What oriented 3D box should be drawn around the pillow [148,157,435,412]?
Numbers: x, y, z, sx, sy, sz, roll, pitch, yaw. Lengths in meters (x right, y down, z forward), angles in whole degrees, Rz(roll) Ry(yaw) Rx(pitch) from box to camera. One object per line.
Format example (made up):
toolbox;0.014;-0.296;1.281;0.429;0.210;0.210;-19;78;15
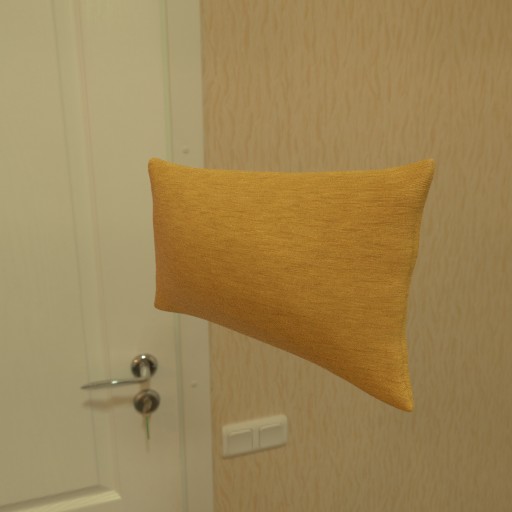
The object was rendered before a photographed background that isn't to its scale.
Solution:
pillow;0.000;0.000;0.809;0.634;0.354;0.210;12;18;42
